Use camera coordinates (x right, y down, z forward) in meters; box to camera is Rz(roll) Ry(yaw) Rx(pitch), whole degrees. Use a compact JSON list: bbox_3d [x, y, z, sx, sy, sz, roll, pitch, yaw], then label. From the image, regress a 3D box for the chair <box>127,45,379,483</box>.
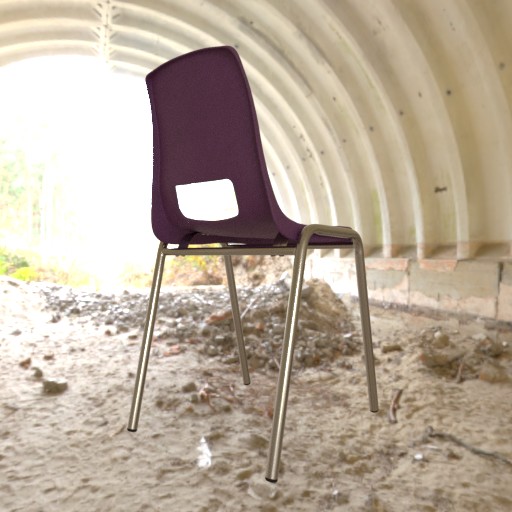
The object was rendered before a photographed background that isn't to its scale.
[{"bbox_3d":[0.000,0.000,0.941,0.381,0.704,0.432,0,0,36],"label":"chair"}]
